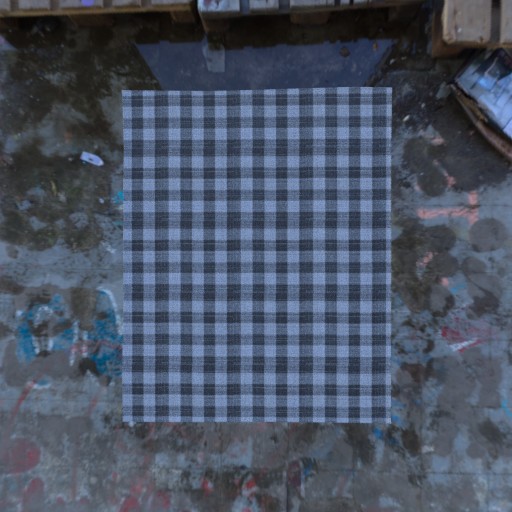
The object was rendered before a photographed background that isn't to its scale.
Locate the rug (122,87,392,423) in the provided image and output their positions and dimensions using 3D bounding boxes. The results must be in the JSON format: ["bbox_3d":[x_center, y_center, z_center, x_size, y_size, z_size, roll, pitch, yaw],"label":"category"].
[{"bbox_3d":[0.000,0.000,4.000,2.432,0.013,3.021,0,91,1],"label":"rug"}]
